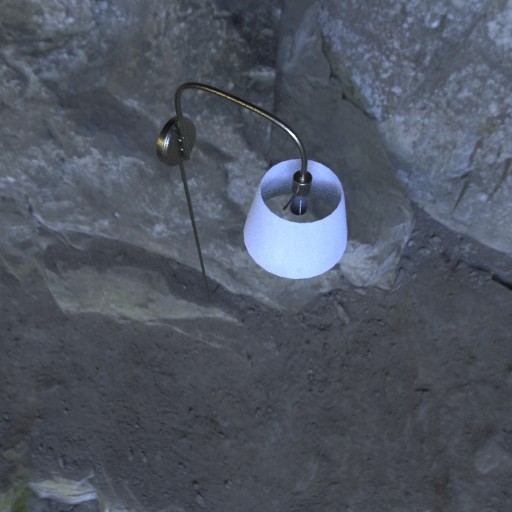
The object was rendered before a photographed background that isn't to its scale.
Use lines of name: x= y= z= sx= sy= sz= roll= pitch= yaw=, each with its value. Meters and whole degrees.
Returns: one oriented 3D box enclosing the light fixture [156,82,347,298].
light fixture: x=0.000 y=0.000 z=0.474 sx=0.176 sy=0.399 sz=0.092 roll=30 pitch=63 yaw=16
